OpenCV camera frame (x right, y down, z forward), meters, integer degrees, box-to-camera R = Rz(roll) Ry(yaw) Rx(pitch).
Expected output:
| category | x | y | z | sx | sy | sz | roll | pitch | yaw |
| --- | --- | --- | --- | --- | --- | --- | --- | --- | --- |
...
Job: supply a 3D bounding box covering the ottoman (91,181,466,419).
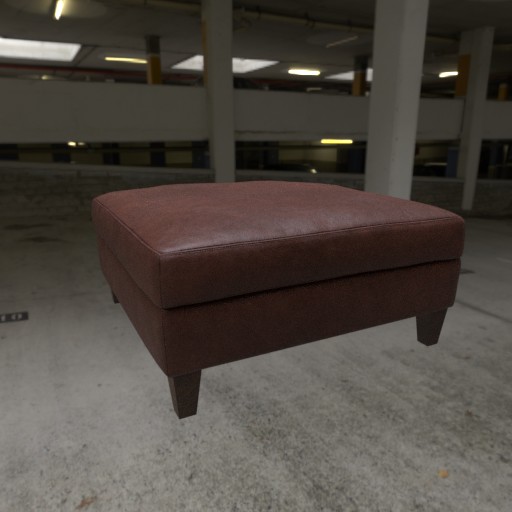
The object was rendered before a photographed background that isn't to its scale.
| category | x | y | z | sx | sy | sz | roll | pitch | yaw |
| --- | --- | --- | --- | --- | --- | --- | --- | --- | --- |
| ottoman | 0.000 | 0.000 | 1.344 | 0.836 | 0.415 | 0.844 | -8 | 17 | -26 |
